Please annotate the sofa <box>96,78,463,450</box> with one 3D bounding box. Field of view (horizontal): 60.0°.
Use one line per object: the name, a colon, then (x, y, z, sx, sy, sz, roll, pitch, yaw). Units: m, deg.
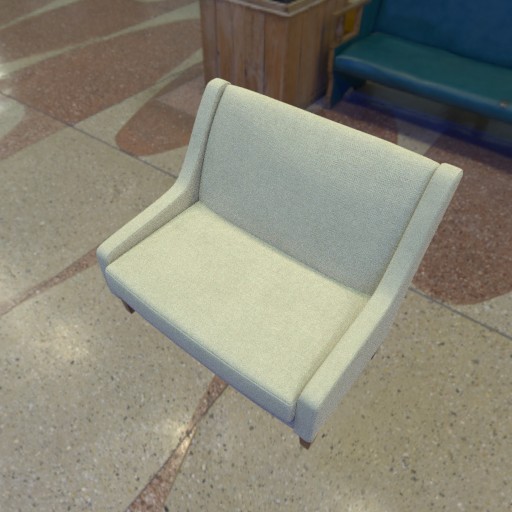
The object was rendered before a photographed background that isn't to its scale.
sofa: (0.000, 0.000, 1.955, 1.212, 0.976, 0.946, 30, 53, 26)
